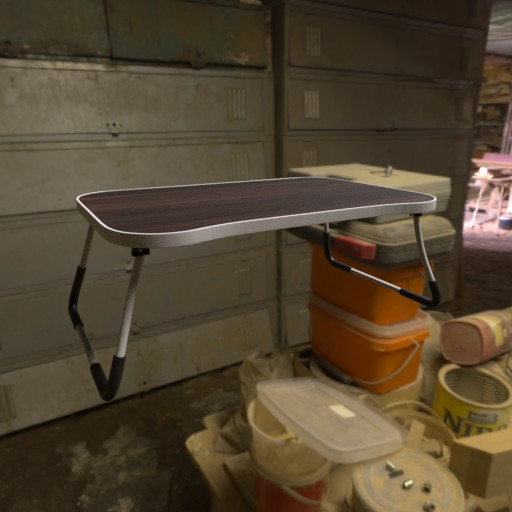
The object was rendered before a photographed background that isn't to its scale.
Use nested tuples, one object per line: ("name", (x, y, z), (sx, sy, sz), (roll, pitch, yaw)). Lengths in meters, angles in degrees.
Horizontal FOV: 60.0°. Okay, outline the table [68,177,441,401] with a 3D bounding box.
("table", (0.000, 0.000, 0.854), (0.660, 0.232, 0.400), (-9, 19, -28))
